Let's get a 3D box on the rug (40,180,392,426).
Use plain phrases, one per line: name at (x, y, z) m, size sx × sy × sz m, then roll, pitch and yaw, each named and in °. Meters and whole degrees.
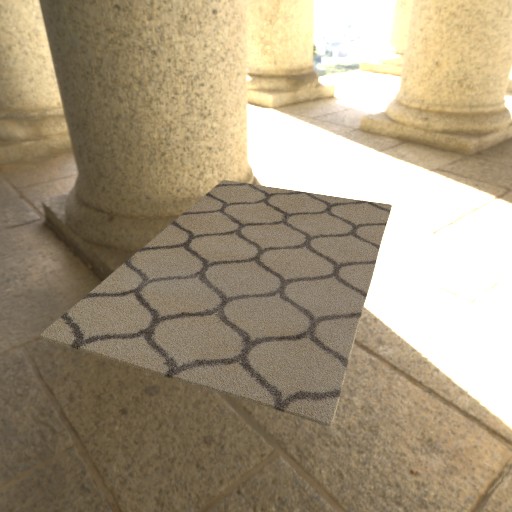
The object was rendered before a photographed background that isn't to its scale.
rug at (0.000, 0.000, 3.481) m, size 1.801 × 0.026 × 2.701 m, roll 11°, pitch 33°, yaw 18°
